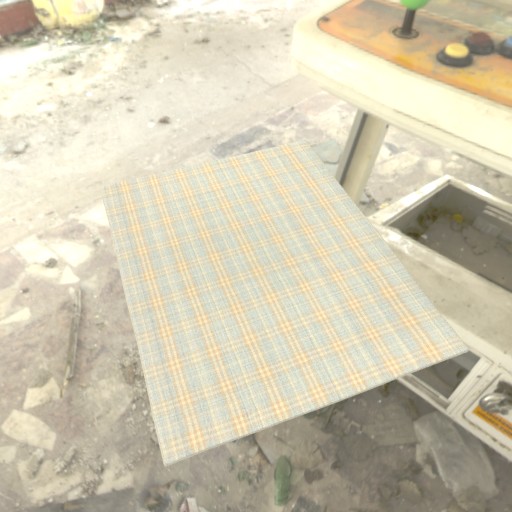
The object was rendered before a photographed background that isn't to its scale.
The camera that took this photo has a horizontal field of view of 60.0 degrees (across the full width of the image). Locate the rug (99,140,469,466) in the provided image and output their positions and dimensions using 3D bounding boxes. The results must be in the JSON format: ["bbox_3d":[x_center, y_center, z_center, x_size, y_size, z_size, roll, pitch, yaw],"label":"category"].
[{"bbox_3d":[0.000,0.000,4.157,2.462,0.030,3.066,-16,51,-14],"label":"rug"}]
